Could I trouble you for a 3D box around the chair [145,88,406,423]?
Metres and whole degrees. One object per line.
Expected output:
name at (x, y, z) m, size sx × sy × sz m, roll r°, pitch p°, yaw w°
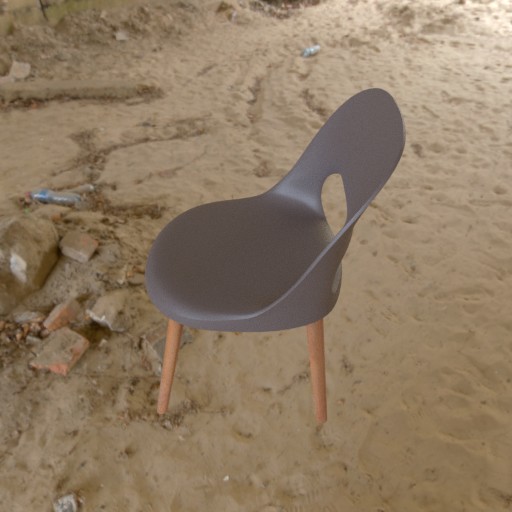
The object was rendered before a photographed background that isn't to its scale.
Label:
chair at (0.000, 0.000, 1.127) m, size 0.556 × 0.794 × 0.470 m, roll 2°, pitch 41°, yaw 2°
